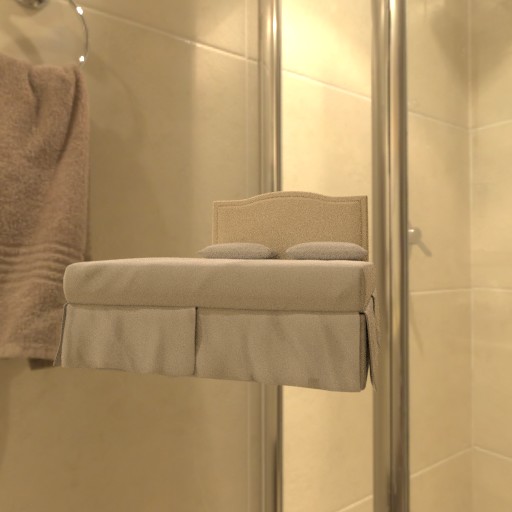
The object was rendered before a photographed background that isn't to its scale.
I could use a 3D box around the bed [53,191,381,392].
[{"bbox_3d":[0.000,0.000,3.662,1.977,1.437,2.477,0,-1,16],"label":"bed"}]
